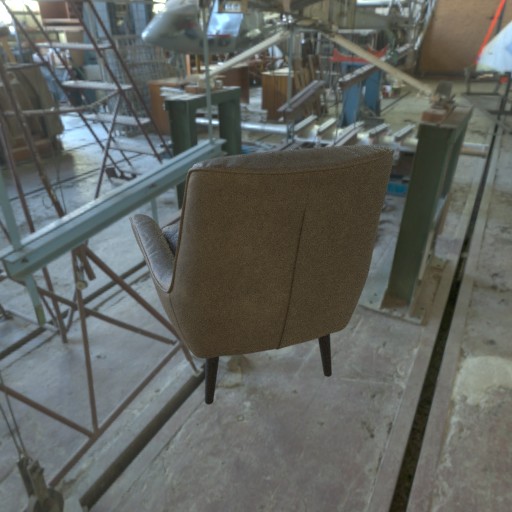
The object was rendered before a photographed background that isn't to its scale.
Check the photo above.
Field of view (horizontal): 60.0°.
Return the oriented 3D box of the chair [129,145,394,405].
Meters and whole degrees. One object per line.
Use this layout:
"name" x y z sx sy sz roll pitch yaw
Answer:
"chair" 0.000 0.000 1.507 0.787 0.888 0.824 -8 29 -15
